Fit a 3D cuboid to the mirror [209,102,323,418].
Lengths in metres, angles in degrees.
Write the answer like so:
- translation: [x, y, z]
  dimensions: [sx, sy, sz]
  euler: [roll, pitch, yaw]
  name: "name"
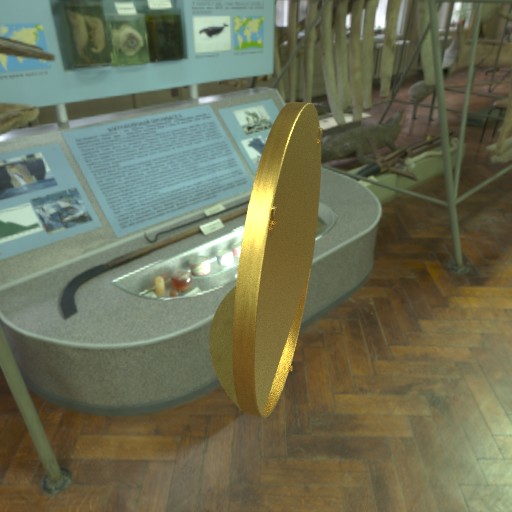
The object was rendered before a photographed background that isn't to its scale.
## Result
- translation: [0.000, 0.000, 0.688]
  dimensions: [0.133, 0.457, 0.457]
  euler: [8, 32, 14]
  name: "mirror"
